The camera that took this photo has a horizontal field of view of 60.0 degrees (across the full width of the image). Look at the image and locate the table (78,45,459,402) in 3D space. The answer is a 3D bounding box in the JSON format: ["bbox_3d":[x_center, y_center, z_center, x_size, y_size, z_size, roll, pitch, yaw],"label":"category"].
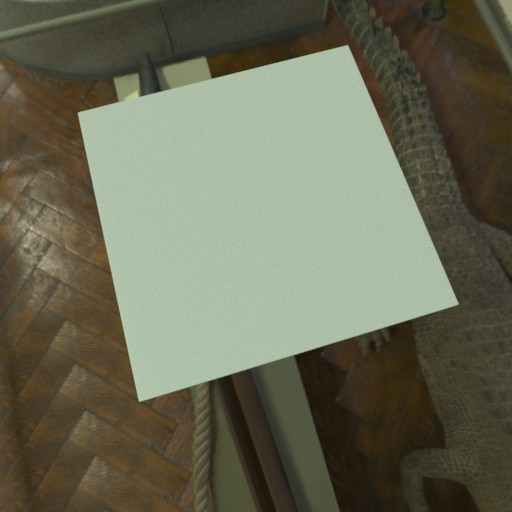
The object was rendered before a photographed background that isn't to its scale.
[{"bbox_3d":[0.000,0.000,0.783,0.381,0.483,0.381,-16,74,-5],"label":"table"}]
